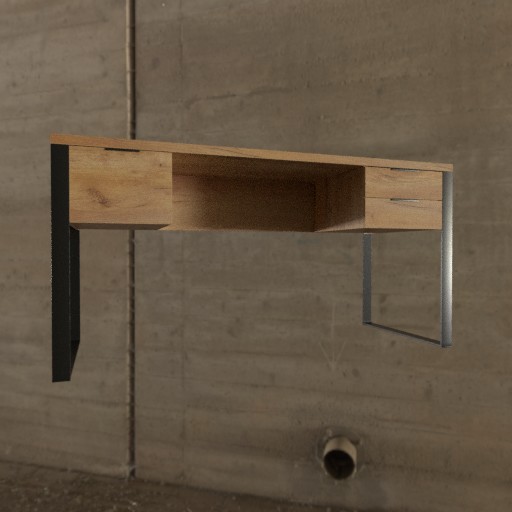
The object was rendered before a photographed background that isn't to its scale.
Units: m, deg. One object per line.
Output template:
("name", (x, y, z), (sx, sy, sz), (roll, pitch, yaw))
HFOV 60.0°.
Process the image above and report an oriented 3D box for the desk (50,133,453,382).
("desk", (0.000, 0.000, 1.874), (1.520, 0.760, 0.600), (0, 1, -19))
